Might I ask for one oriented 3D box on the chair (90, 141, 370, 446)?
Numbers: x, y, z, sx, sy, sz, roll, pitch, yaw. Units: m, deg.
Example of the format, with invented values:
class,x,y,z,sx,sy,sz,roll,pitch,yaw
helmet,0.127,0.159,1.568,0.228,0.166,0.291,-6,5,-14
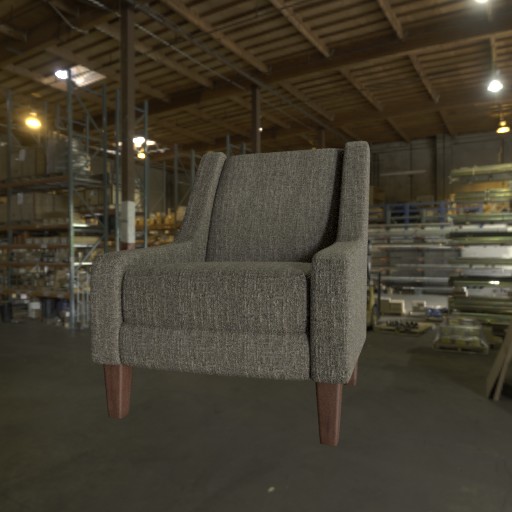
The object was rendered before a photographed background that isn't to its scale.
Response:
class,x,y,z,sx,sy,sz,roll,pitch,yaw
chair,0.000,0.000,1.674,0.793,1.012,0.944,0,0,17
